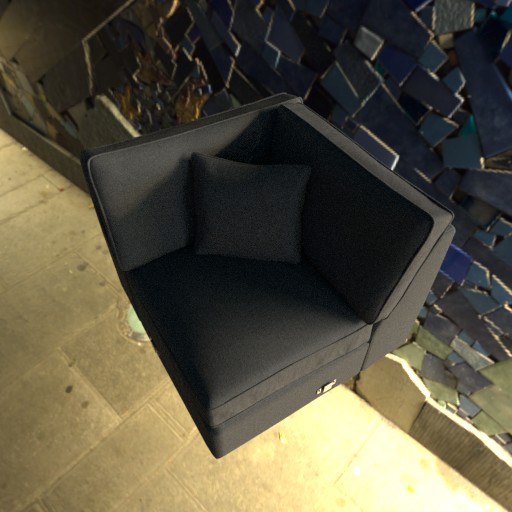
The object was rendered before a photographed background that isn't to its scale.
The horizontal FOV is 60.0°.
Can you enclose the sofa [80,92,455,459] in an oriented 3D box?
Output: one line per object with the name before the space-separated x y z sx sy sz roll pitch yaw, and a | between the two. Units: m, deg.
sofa | 0.000 0.000 1.958 1.084 1.002 1.146 -25 51 -21
